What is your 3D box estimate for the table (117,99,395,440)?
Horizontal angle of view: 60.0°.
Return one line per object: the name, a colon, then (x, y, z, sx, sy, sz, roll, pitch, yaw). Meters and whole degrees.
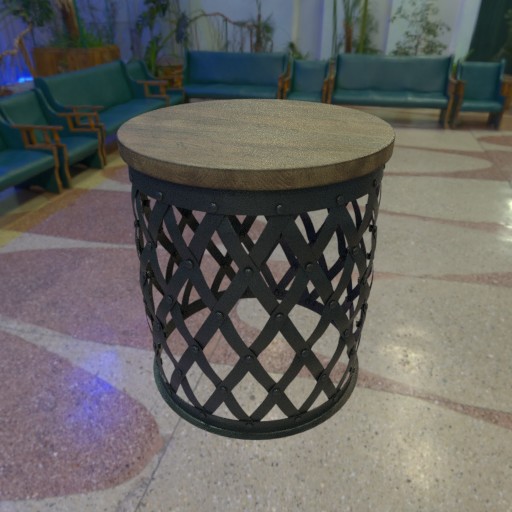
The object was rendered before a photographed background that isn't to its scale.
table: (0.000, 0.000, 0.778, 0.405, 0.454, 0.405, 0, 30, 0)
